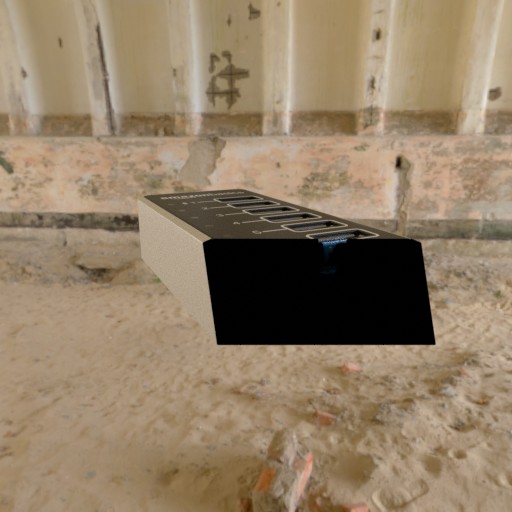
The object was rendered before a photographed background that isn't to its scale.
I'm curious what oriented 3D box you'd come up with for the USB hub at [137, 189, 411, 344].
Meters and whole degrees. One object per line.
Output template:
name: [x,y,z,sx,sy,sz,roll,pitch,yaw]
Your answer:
USB hub: [0.000,0.000,0.127,0.044,0.023,0.110,-8,18,-25]
